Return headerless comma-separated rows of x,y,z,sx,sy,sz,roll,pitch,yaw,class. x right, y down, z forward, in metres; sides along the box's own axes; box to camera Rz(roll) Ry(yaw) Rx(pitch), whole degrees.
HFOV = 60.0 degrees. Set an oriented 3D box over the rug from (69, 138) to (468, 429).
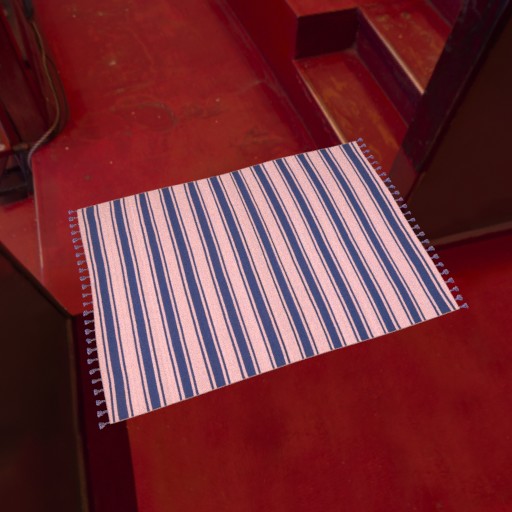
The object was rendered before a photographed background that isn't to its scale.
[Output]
0.000,0.000,2.956,2.315,0.010,1.544,-16,60,-9,rug
